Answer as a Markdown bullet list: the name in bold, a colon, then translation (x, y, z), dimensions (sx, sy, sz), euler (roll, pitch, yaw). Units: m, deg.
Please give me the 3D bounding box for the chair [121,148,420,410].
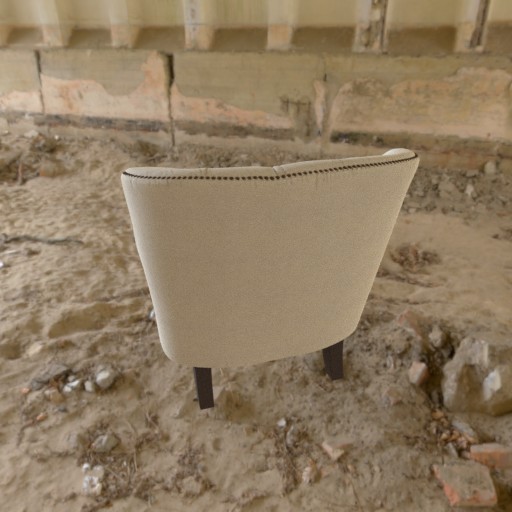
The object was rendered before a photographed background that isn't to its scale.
- **chair**: translation (0.000, 0.000, 1.582), dimensions (0.848, 0.868, 0.906), euler (-8, 27, -15)
